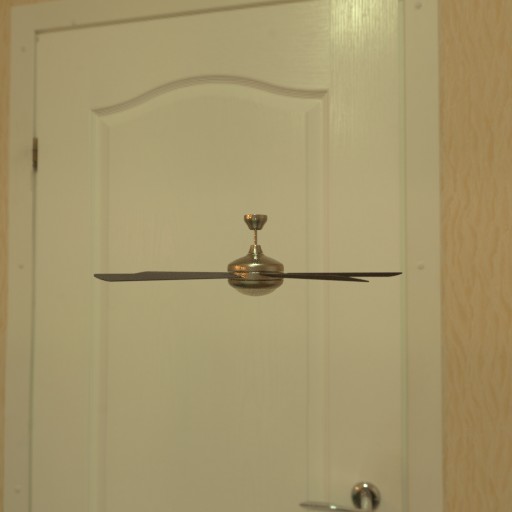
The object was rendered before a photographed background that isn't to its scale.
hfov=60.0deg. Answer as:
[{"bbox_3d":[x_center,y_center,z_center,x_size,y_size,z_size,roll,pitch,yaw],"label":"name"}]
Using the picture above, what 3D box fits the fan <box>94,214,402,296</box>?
[{"bbox_3d":[0.000,0.000,1.952,1.321,0.356,1.321,0,-1,-17],"label":"fan"}]
